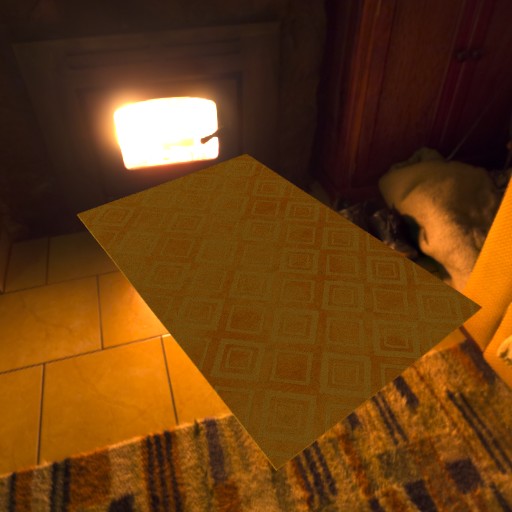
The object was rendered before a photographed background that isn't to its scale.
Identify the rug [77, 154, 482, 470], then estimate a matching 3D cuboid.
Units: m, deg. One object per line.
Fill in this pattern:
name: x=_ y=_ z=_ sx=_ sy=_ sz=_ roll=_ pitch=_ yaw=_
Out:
rug: x=0.000 y=0.000 z=2.293 sx=1.213 sy=0.010 sz=1.829 roll=-26 pitch=48 yaw=-27
